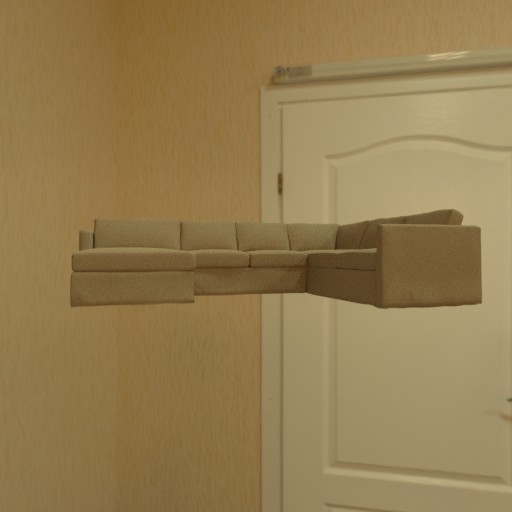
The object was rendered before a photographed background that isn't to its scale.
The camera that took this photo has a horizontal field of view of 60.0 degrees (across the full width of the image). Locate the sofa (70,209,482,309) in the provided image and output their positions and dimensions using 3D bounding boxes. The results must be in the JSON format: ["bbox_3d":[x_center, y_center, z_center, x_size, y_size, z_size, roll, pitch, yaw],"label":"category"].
[{"bbox_3d":[0.000,0.000,4.594,3.528,0.878,2.476,0,0,-17],"label":"sofa"}]
